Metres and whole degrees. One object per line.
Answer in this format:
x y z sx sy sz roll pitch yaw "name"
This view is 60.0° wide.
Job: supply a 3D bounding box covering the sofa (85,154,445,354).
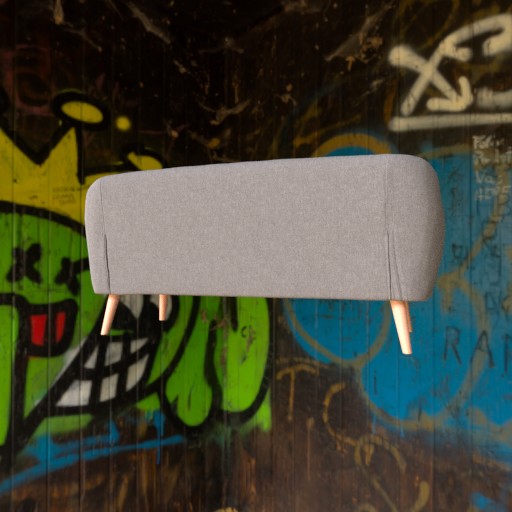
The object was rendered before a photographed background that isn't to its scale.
0.000 0.000 2.334 1.840 0.820 0.820 0 -1 19 "sofa"
